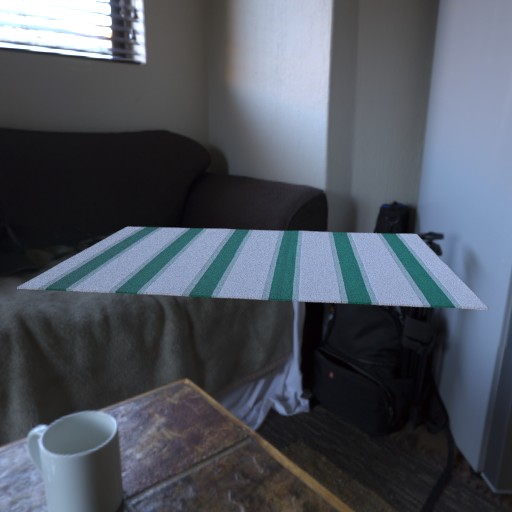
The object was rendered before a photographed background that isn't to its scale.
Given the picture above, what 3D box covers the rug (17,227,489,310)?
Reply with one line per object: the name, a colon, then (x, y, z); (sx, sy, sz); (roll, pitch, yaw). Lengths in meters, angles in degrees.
rug: (0.000, 0.000, 2.988); (2.436, 0.015, 1.521); (2, 16, 6)
